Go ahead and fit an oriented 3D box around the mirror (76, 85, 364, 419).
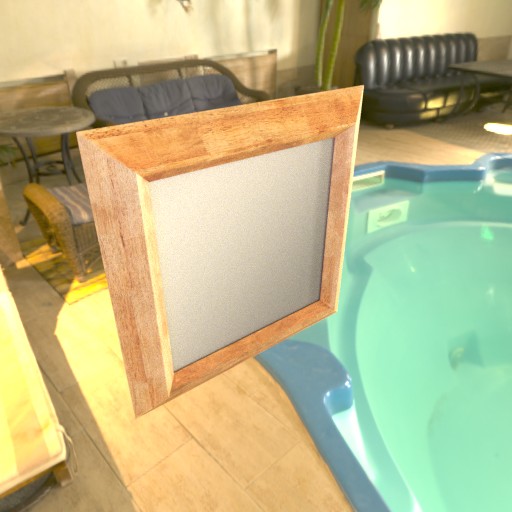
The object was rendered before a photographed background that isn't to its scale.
[{"bbox_3d":[0.000,0.000,0.993,0.651,0.651,0.047,-21,37,-31],"label":"mirror"}]
